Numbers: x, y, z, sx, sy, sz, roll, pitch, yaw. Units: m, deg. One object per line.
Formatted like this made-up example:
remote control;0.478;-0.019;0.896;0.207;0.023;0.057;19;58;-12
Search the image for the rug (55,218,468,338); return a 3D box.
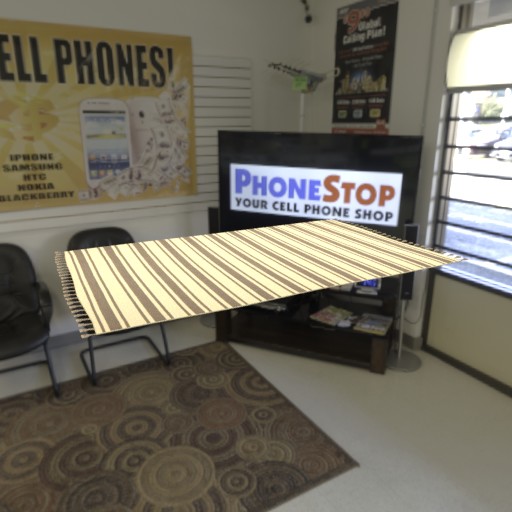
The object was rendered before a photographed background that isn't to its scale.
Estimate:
rug;0.000;0.000;2.576;2.096;0.011;1.229;-9;19;-26
